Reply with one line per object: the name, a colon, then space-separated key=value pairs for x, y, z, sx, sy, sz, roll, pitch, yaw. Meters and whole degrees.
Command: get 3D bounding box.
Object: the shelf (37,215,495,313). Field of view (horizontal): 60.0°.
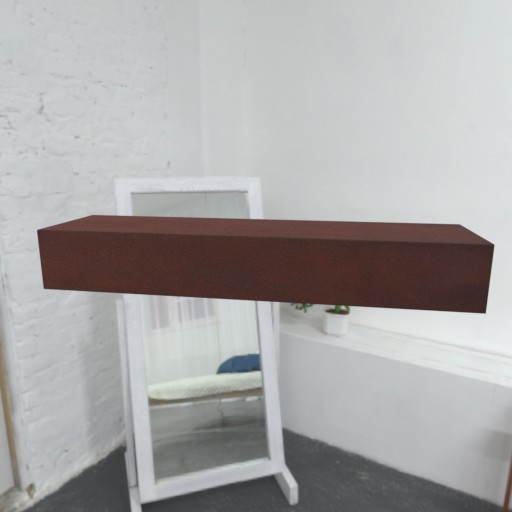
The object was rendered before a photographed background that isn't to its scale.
shelf: x=0.000 y=0.000 z=0.664 sx=0.607 sy=0.088 sz=0.152 roll=2 pitch=14 yaw=9
